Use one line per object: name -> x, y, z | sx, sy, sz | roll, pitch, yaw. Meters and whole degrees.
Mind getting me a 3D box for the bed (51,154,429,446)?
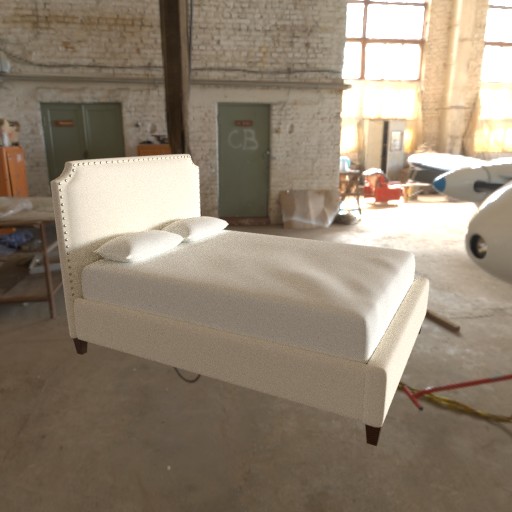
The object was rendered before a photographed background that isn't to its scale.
bed -> 0.000, 0.000, 3.401 | 2.365, 1.443, 1.712 | 8, 17, 27
